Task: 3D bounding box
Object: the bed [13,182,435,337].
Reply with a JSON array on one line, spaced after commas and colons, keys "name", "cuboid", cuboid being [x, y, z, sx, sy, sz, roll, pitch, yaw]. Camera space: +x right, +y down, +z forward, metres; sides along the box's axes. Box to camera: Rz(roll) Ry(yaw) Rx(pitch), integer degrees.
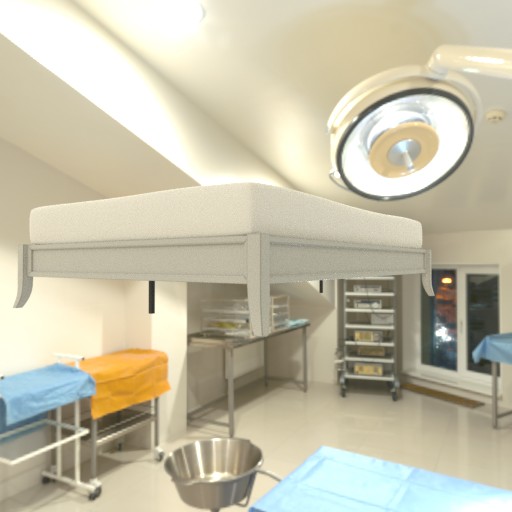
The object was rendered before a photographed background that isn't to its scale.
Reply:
[{"name": "bed", "cuboid": [0.000, 0.000, 2.520, 1.460, 0.510, 1.985, -1, -1, 35]}]
